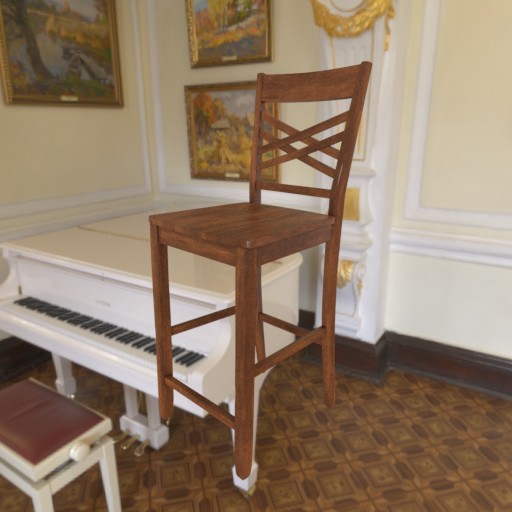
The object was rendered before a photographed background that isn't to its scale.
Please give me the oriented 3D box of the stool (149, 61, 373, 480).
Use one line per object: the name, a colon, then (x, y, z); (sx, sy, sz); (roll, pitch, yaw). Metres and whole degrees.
stool: (0.000, 0.000, 1.347); (0.426, 1.098, 0.504); (15, 22, 42)
